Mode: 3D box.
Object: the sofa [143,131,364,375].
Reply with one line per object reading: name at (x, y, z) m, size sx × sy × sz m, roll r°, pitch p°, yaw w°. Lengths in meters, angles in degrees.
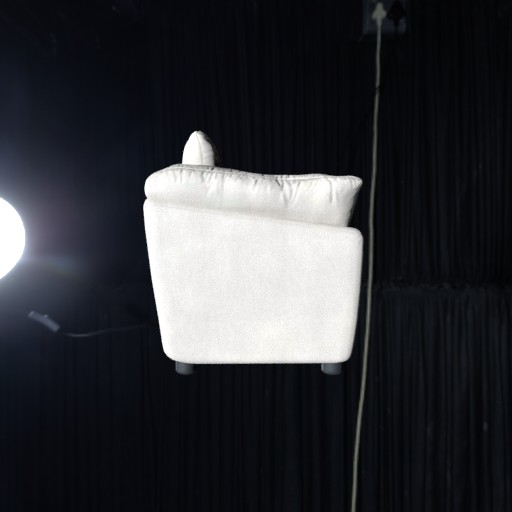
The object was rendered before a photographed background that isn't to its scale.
sofa at (0.000, 0.000, 2.831) m, size 0.878 × 0.996 × 2.334 m, roll 0°, pitch 0°, yaw 0°
